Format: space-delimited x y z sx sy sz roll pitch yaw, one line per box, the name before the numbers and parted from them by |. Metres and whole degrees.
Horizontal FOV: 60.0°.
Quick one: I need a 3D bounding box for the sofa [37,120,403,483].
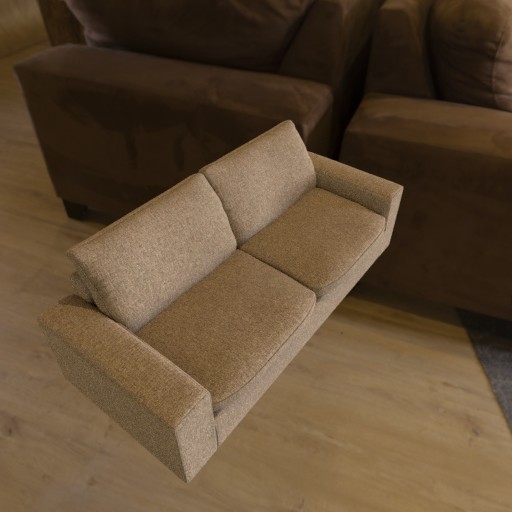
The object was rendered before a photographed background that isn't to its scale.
sofa | 0.000 0.000 2.746 1.040 0.922 2.299 27 48 27
